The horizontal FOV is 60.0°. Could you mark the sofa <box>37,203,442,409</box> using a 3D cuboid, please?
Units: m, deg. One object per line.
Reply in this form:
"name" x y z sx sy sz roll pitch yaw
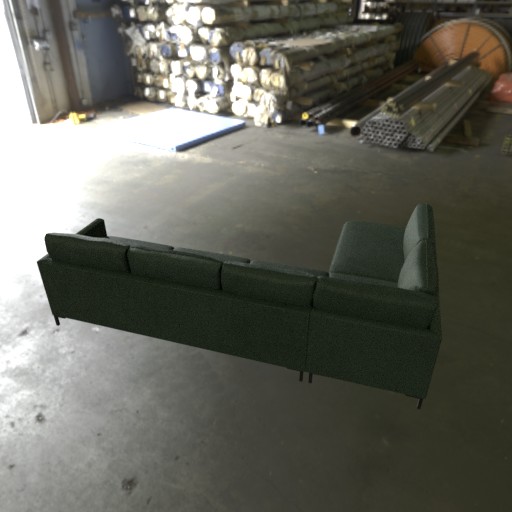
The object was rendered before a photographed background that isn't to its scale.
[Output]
"sofa" 0.000 0.000 4.390 3.384 0.996 2.048 9 32 15
